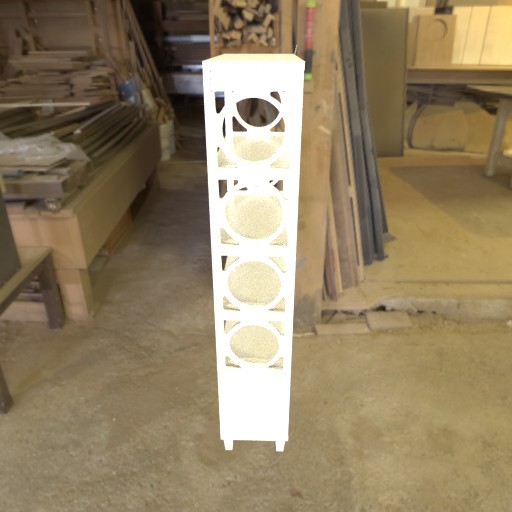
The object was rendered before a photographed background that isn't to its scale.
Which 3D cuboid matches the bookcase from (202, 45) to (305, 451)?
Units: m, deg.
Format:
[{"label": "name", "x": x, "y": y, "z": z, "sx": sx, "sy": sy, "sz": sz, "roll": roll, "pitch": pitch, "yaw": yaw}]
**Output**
[{"label": "bookcase", "x": 0.000, "y": 0.000, "z": 2.179, "sx": 0.361, "sy": 1.869, "sz": 0.761, "roll": 1, "pitch": 26, "yaw": 2}]
